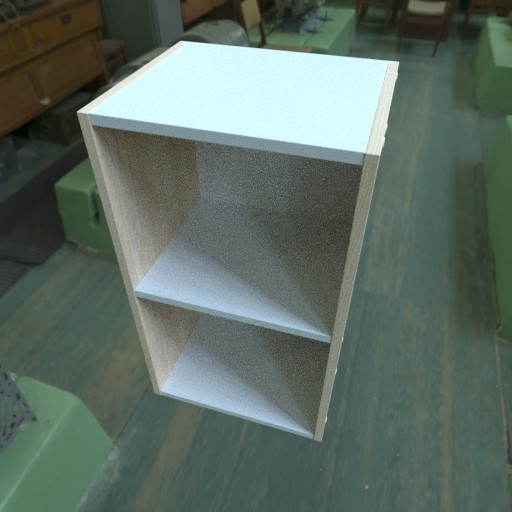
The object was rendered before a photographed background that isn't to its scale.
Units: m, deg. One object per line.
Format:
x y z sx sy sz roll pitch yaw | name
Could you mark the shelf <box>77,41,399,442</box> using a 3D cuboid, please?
0.000 0.000 0.778 0.350 0.600 0.290 12 43 13 | shelf
